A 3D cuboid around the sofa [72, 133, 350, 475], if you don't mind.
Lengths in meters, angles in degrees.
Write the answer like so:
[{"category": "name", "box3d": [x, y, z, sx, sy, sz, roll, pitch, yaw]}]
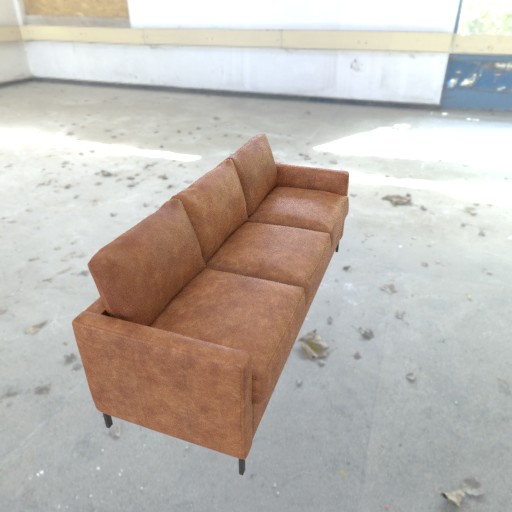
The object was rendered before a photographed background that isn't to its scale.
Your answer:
[{"category": "sofa", "box3d": [0.000, 0.000, 2.439, 0.748, 0.863, 2.029, 11, 32, 17]}]
